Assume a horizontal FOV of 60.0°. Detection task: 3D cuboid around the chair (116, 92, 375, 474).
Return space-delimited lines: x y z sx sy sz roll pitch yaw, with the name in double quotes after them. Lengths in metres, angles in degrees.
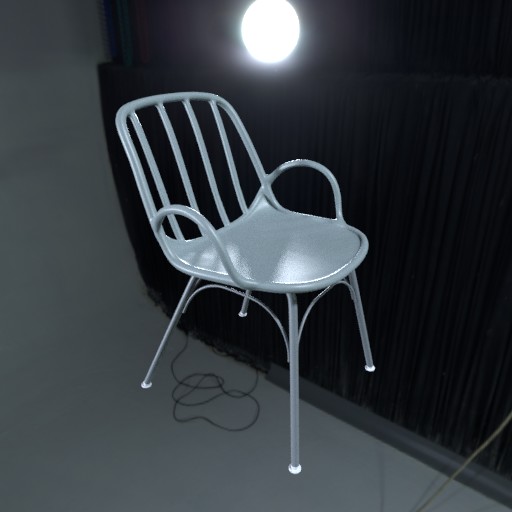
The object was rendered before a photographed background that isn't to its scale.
0.000 0.000 1.225 0.597 0.816 0.549 17 30 32 "chair"
